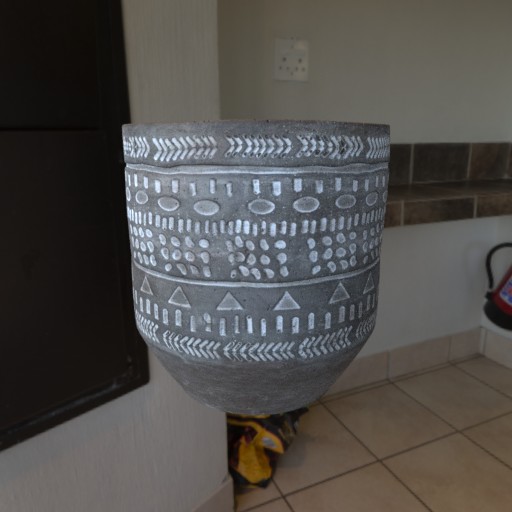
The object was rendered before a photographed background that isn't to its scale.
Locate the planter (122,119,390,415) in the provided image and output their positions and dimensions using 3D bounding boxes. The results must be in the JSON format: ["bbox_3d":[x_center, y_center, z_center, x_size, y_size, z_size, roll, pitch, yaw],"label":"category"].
[{"bbox_3d":[0.000,0.000,0.261,0.142,0.149,0.142,0,15,0],"label":"planter"}]
